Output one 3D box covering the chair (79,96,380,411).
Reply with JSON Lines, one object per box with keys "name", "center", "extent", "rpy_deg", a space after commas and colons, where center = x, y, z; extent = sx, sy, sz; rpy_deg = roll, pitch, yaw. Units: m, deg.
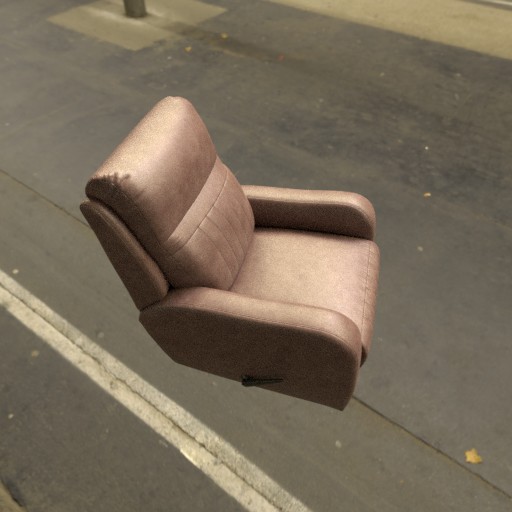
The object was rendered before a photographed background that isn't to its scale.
{"name": "chair", "center": [0.000, 0.000, 1.897], "extent": [1.067, 1.067, 0.865], "rpy_deg": [11, 47, 10]}
